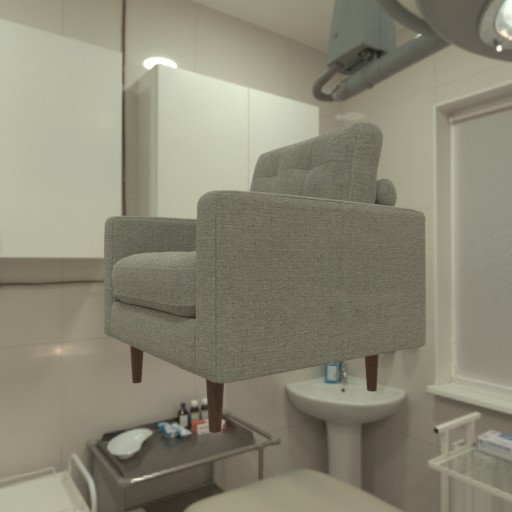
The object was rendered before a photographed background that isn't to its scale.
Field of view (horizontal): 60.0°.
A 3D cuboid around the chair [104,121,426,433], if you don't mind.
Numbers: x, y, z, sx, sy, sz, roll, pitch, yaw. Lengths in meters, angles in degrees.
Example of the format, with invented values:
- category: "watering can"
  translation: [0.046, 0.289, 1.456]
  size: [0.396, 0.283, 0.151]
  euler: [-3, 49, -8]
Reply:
- category: "chair"
  translation: [0.000, 0.000, 1.520]
  size: [0.843, 0.880, 0.821]
  euler: [0, -1, -36]
